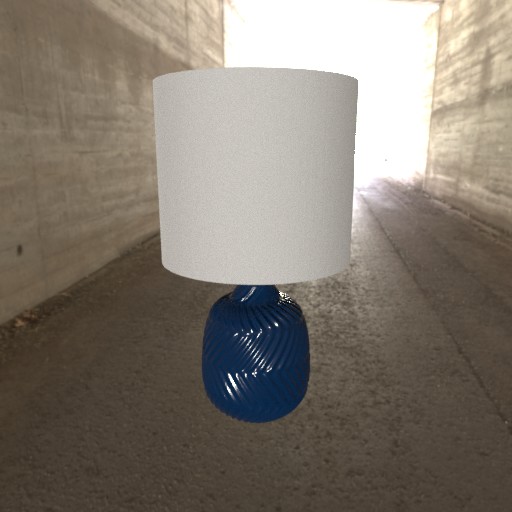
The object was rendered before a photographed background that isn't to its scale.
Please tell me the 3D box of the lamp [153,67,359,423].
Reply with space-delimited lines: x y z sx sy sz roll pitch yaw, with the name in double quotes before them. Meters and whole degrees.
"lamp" 0.000 0.000 0.489 0.203 0.368 0.203 -7 15 -26
